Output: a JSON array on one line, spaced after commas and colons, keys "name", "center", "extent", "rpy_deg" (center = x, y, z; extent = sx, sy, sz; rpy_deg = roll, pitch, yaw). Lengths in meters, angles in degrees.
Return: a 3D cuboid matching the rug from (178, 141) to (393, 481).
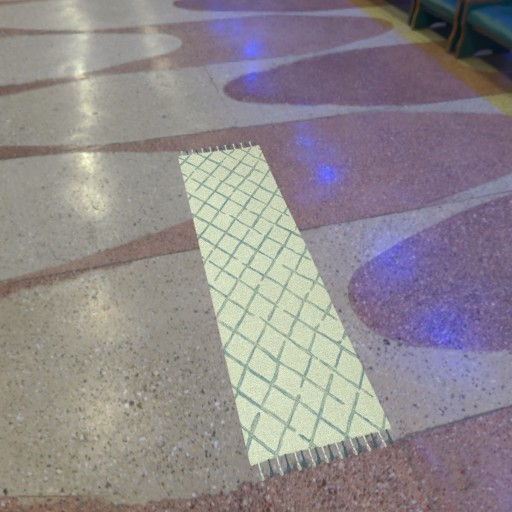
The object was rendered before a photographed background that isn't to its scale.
[{"name": "rug", "center": [0.000, 0.000, 2.579], "extent": [0.620, 0.008, 2.372], "rpy_deg": [-11, 48, -10]}]
